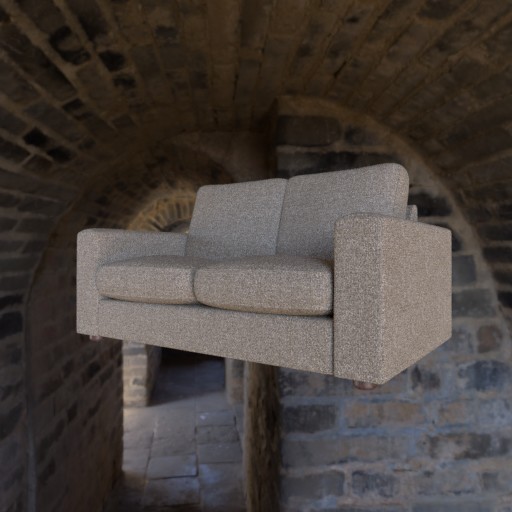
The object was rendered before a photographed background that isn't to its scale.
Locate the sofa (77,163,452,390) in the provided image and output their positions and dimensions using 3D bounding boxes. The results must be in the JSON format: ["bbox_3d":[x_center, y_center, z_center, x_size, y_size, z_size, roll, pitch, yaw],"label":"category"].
[{"bbox_3d":[0.000,0.000,2.197,1.616,0.873,1.016,0,0,35],"label":"sofa"}]
